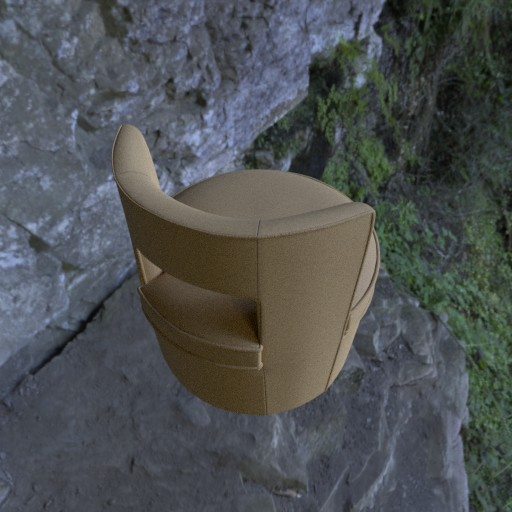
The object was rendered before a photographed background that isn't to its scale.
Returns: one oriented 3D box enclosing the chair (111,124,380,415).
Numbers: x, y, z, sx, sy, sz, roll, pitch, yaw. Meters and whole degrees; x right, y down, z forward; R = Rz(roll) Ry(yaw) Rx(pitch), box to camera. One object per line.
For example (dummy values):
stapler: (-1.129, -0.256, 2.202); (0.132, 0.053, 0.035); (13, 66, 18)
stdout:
chair: (0.000, 0.000, 1.216); (0.650, 0.723, 0.665); (23, 49, 21)
